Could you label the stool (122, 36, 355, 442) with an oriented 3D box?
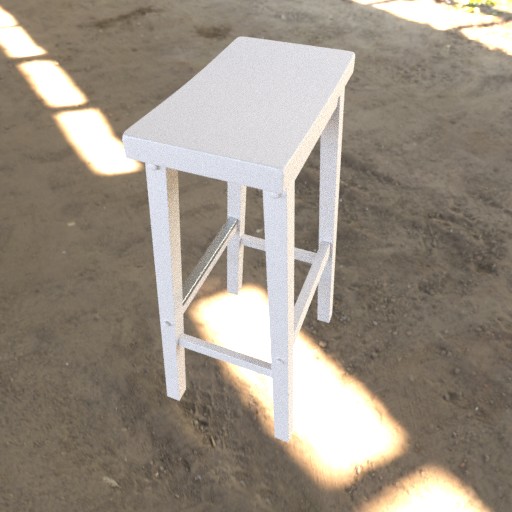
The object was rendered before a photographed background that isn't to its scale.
[{"bbox_3d":[0.000,0.000,0.953,0.322,0.742,0.406,15,47,15],"label":"stool"}]
